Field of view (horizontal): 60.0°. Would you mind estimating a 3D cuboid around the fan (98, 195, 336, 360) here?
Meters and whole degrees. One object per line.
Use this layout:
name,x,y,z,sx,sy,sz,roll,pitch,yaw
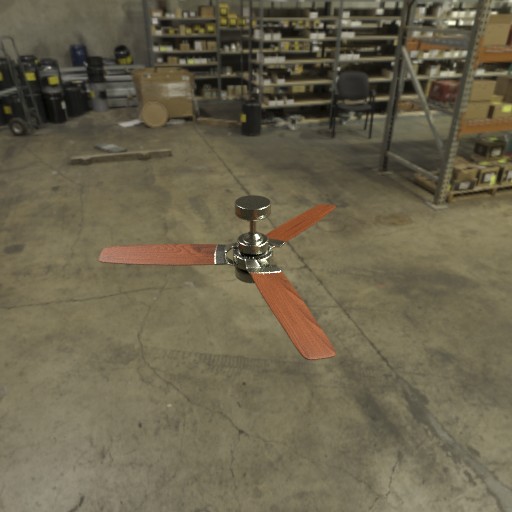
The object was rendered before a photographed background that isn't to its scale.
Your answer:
fan,0.000,0.000,2.068,1.416,0.410,1.271,-10,32,-16
